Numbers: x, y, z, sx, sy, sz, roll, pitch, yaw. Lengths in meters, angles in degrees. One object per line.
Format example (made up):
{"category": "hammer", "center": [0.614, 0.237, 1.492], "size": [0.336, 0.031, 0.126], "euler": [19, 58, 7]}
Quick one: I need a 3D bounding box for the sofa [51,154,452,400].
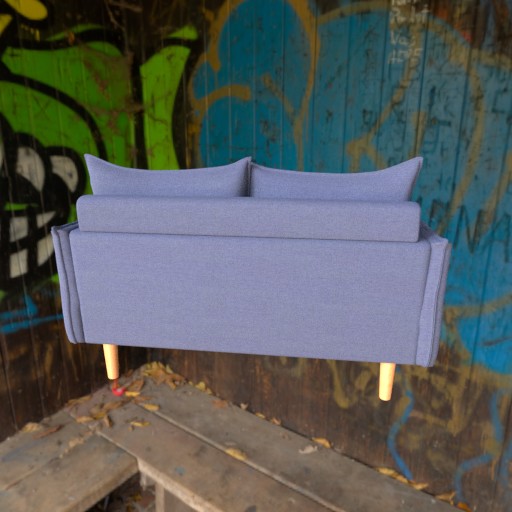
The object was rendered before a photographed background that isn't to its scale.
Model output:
{"category": "sofa", "center": [0.000, 0.000, 1.825], "size": [1.300, 0.840, 0.820], "euler": [2, 16, 7]}
